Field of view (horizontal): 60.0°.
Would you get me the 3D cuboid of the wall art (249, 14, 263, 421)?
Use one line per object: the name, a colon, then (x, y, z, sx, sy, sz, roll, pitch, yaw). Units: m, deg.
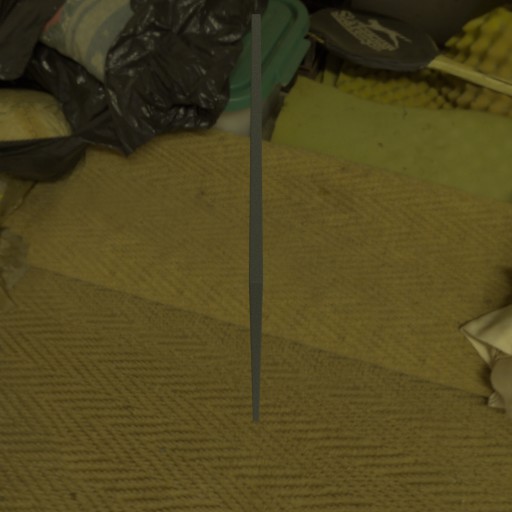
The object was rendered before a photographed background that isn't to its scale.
wall art: (0.000, 0.000, 0.672, 0.012, 0.529, 0.374, 0, 58, 0)
